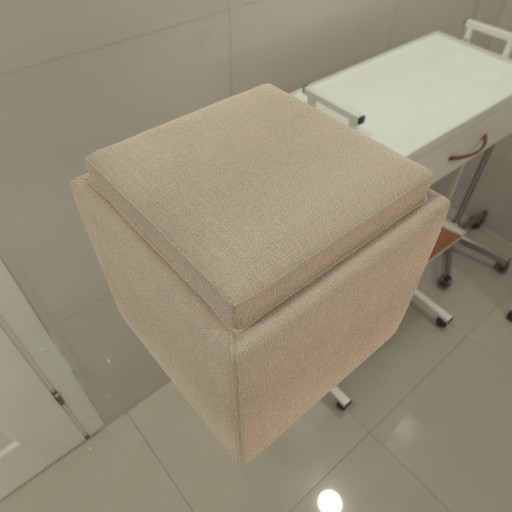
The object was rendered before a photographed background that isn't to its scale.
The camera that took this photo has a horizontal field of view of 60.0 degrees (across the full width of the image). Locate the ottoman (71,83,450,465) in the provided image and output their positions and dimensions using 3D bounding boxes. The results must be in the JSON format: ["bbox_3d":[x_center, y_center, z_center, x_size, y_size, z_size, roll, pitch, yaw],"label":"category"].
[{"bbox_3d":[0.000,0.000,0.820,0.451,0.460,0.450,-32,55,-26],"label":"ottoman"}]
